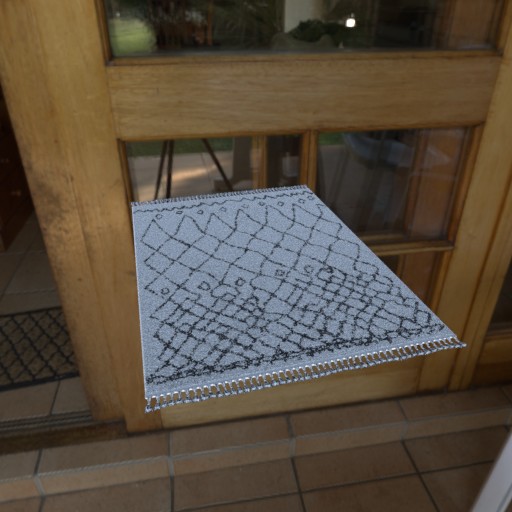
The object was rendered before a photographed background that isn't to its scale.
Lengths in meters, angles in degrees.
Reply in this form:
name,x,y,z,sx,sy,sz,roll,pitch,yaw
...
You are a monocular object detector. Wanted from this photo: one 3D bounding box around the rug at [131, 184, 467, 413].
name,x,y,z,sx,sy,sz,roll,pitch,yaw
rug,0.000,0.000,3.040,1.613,0.017,2.312,-8,31,-13
